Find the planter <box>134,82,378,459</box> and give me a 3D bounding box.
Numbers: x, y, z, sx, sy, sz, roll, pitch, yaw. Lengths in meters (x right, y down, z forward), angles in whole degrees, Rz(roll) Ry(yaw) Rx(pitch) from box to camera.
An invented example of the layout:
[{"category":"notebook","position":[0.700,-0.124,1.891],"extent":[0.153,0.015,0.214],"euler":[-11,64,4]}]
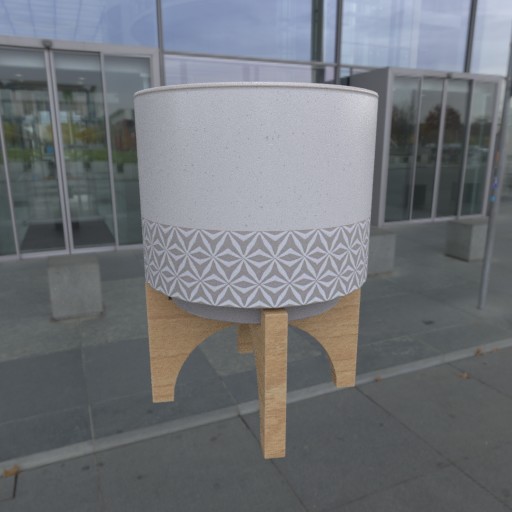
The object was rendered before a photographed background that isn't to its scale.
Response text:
[{"category":"planter","position":[0.000,0.000,0.507],"extent":[0.249,0.343,0.249],"euler":[0,14,0]}]
